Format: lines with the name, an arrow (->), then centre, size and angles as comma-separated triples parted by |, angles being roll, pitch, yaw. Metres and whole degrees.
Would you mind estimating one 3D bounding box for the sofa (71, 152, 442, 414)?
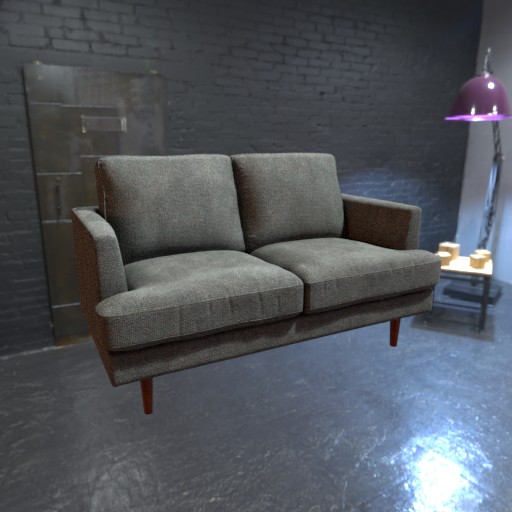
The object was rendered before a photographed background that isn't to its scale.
sofa -> 0.000, 0.000, 2.141 | 1.582, 0.956, 0.903 | -7, 16, -27
